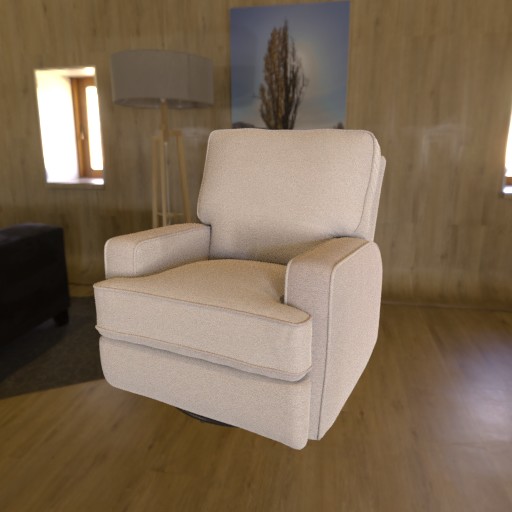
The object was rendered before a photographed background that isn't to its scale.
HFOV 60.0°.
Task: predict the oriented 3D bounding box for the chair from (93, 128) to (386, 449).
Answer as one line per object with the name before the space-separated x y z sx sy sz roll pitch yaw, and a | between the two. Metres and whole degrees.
chair | 0.000 0.000 1.693 0.861 0.964 0.969 7 15 26
